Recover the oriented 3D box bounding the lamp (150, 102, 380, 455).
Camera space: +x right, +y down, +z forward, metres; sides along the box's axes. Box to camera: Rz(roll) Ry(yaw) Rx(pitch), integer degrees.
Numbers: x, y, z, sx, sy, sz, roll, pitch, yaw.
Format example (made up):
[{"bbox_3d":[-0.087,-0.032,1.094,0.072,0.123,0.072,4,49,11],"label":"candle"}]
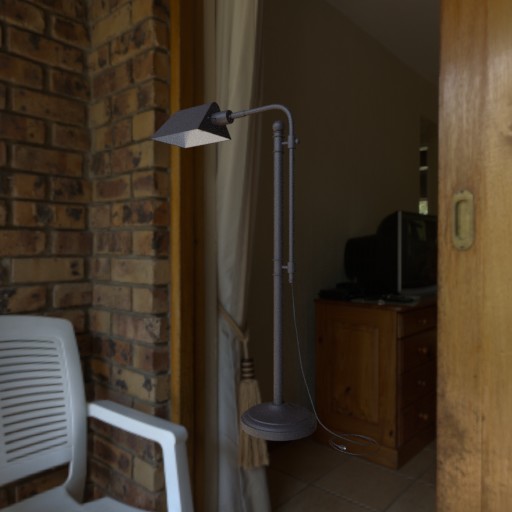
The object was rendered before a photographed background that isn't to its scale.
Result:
[{"bbox_3d":[0.000,0.000,0.960,0.545,0.708,0.159,1,1,36],"label":"lamp"}]
